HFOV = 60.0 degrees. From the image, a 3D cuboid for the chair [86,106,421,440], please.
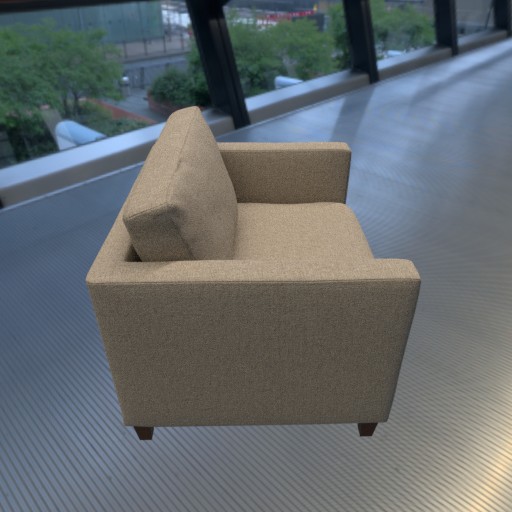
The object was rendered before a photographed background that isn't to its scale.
[{"bbox_3d":[0.000,0.000,1.783,0.959,0.961,1.107,-1,34,-1],"label":"chair"}]
